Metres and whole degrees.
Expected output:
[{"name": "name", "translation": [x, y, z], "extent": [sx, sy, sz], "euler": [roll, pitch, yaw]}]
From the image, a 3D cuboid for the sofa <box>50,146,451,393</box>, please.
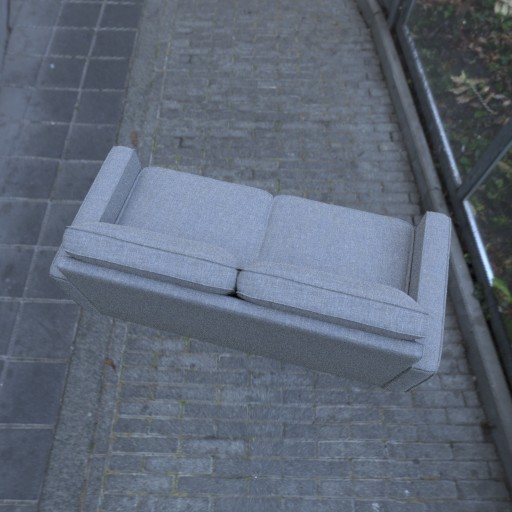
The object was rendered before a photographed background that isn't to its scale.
[{"name": "sofa", "translation": [0.000, 0.000, 2.558], "extent": [2.078, 0.918, 0.945], "euler": [13, 64, 6]}]
